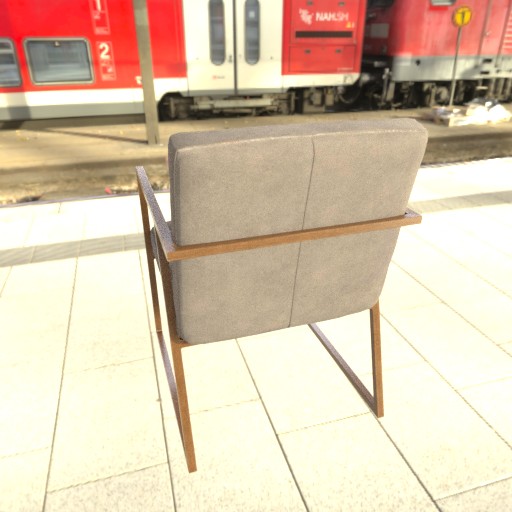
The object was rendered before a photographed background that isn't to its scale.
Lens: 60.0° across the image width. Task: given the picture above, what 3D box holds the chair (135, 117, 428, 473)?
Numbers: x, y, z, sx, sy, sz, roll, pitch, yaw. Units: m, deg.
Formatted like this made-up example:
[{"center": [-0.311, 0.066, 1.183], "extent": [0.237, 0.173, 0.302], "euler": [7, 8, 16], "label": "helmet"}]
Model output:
[{"center": [0.000, 0.000, 1.283], "extent": [0.578, 0.843, 0.682], "euler": [-9, 28, -17], "label": "chair"}]
